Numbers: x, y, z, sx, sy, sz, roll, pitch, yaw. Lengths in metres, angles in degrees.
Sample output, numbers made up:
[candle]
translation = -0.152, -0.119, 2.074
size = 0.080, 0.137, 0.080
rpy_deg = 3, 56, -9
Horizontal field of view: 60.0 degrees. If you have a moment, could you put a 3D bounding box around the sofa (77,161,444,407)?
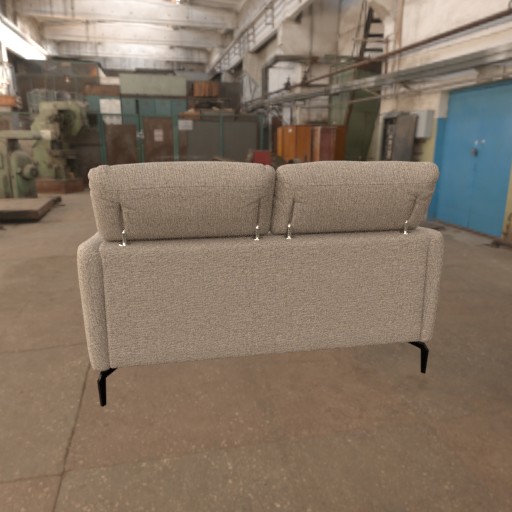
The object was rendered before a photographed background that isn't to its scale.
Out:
[sofa]
translation = 0.000, 0.000, 2.163
size = 1.540, 0.950, 0.905
rpy_deg = -3, 15, -10
